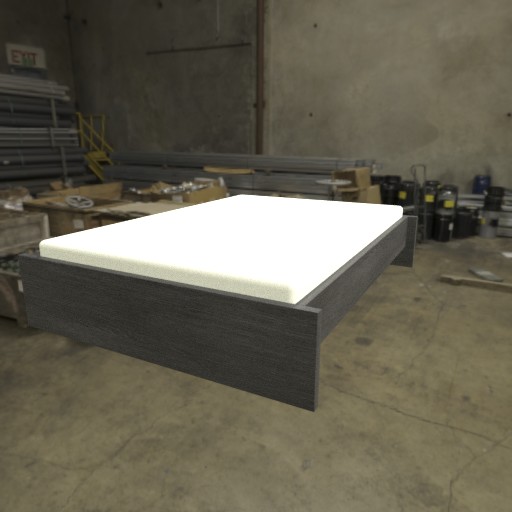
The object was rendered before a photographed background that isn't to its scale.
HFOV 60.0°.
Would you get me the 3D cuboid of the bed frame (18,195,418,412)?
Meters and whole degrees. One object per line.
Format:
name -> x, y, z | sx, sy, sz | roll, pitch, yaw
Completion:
bed frame -> 0.000, 0.000, 2.606 | 1.490, 0.432, 1.950 | 8, 17, 27
